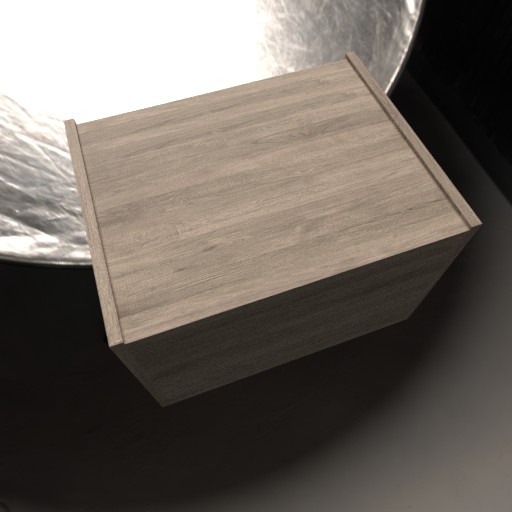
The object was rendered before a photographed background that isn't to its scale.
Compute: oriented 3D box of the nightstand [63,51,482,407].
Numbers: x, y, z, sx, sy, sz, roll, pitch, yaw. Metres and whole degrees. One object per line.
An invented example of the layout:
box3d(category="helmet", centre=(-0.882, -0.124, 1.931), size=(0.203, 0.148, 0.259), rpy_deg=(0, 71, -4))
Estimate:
box3d(category="nightstand", centre=(0.000, 0.000, 0.833), size=(0.480, 0.500, 0.380), rpy_deg=(-17, 61, -10))
